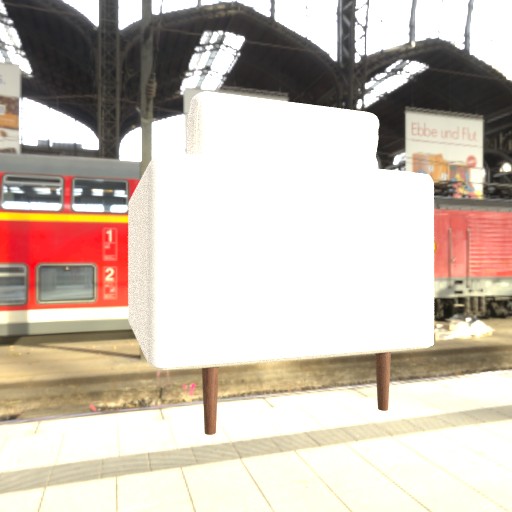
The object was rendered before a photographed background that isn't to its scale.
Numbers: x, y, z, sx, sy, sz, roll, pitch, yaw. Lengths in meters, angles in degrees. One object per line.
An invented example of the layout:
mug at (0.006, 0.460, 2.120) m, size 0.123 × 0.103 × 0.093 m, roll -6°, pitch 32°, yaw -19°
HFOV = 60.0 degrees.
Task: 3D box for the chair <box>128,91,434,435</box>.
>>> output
chair at (0.000, 0.000, 1.570) m, size 0.831 × 0.899 × 0.879 m, roll 0°, pitch 0°, yaw -20°
